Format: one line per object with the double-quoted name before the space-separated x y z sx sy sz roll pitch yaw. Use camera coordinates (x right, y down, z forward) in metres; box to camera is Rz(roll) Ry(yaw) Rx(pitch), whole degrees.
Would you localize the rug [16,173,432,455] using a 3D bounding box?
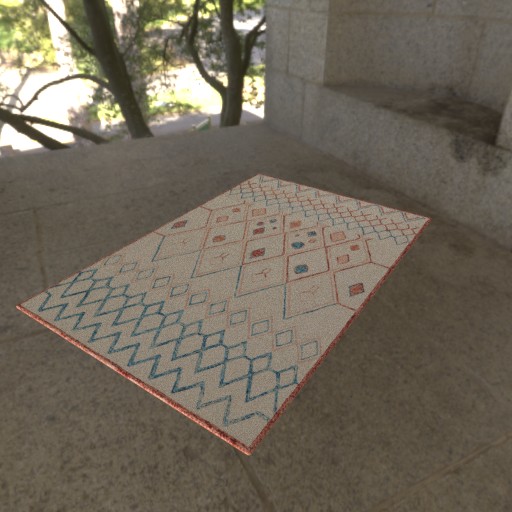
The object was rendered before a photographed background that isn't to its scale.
"rug" 0.000 0.000 2.228 1.219 0.016 1.829 20 37 29
